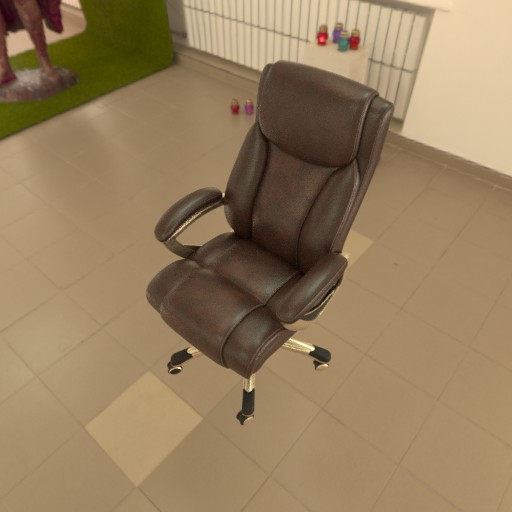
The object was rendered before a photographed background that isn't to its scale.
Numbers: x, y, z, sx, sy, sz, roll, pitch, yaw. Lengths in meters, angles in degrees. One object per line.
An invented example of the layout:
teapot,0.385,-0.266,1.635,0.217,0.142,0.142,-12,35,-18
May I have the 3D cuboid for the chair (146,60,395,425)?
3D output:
chair,0.000,0.000,1.670,0.692,1.194,0.749,31,53,27
